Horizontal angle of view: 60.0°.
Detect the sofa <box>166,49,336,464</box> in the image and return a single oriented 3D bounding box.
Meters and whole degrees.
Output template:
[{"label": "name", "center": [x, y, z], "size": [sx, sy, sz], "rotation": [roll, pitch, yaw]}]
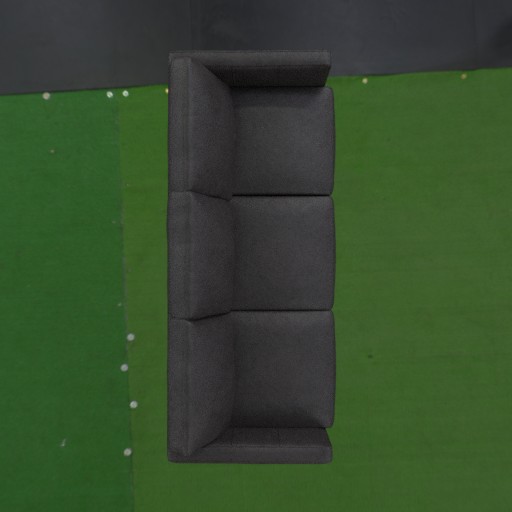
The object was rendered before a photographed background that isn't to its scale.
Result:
[{"label": "sofa", "center": [0.000, 0.000, 2.926], "size": [1.045, 1.006, 2.464], "rotation": [0, 89, 1]}]
